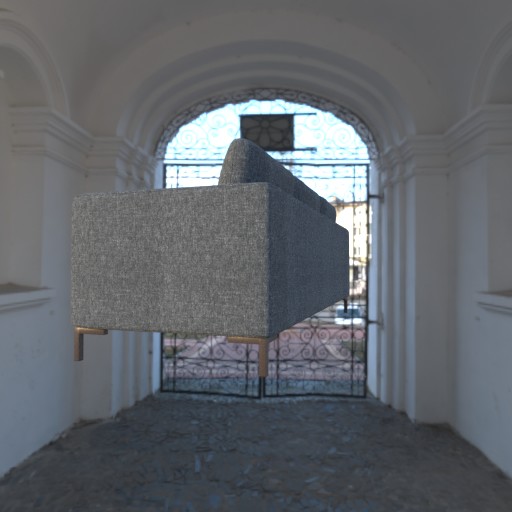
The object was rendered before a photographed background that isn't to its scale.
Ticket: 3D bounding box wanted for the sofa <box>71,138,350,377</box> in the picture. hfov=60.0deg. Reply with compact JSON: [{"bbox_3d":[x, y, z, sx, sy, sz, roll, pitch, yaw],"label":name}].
[{"bbox_3d":[0.000,0.000,2.681,0.859,0.874,2.218,0,-1,19],"label":"sofa"}]
